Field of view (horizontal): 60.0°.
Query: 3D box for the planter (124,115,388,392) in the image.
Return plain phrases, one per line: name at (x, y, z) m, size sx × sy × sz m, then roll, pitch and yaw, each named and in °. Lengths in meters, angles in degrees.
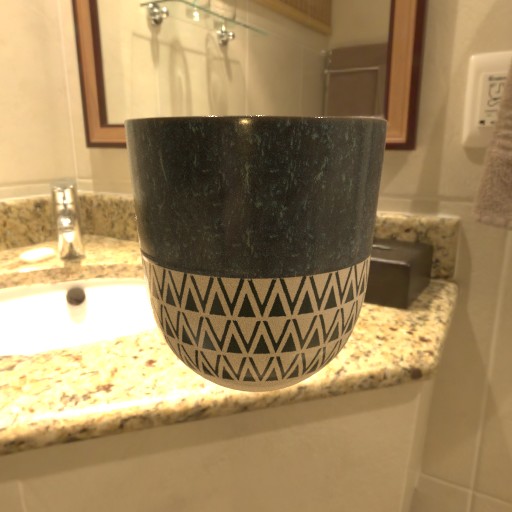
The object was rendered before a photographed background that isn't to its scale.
planter at (0.000, 0.000, 0.368) m, size 0.195 × 0.214 × 0.195 m, roll 0°, pitch 15°, yaw 0°
